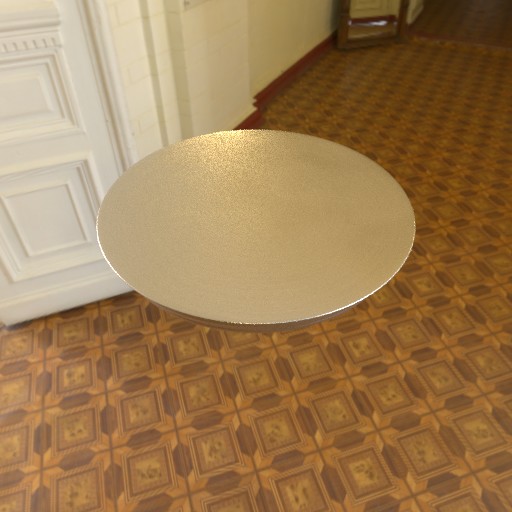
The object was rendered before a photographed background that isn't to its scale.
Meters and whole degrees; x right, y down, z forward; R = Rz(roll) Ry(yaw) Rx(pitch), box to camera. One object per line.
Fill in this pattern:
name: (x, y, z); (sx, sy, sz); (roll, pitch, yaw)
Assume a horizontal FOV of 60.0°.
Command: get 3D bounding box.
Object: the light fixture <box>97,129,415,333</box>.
light fixture: (0.000, 0.000, 0.447); (0.280, 0.135, 0.280); (0, 43, 0)
